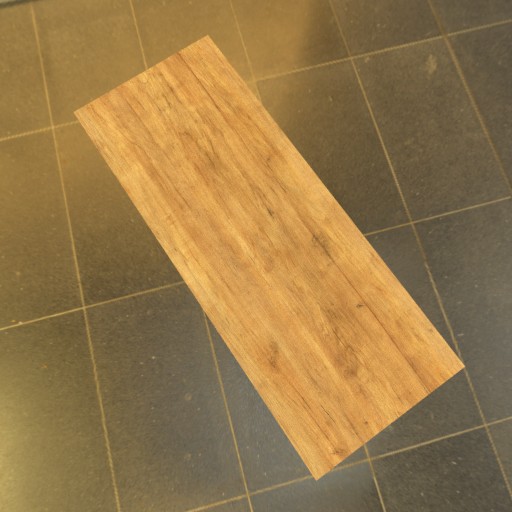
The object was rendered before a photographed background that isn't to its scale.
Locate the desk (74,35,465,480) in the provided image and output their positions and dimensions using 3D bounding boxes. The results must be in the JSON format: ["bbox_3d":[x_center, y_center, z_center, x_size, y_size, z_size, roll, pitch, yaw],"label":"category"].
[{"bbox_3d":[0.000,0.000,1.906,0.600,0.760,1.520,-34,79,-8],"label":"desk"}]
